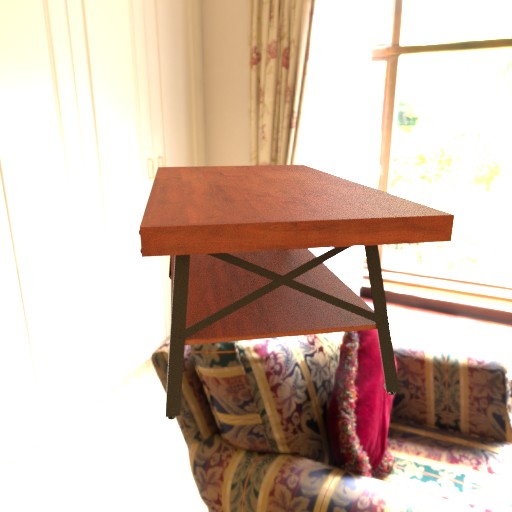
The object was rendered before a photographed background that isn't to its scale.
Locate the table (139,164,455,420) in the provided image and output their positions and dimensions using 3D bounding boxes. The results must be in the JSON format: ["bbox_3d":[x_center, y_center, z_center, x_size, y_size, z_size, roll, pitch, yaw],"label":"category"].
[{"bbox_3d":[0.000,0.000,1.393,0.610,0.457,1.067,-3,17,-10],"label":"table"}]
